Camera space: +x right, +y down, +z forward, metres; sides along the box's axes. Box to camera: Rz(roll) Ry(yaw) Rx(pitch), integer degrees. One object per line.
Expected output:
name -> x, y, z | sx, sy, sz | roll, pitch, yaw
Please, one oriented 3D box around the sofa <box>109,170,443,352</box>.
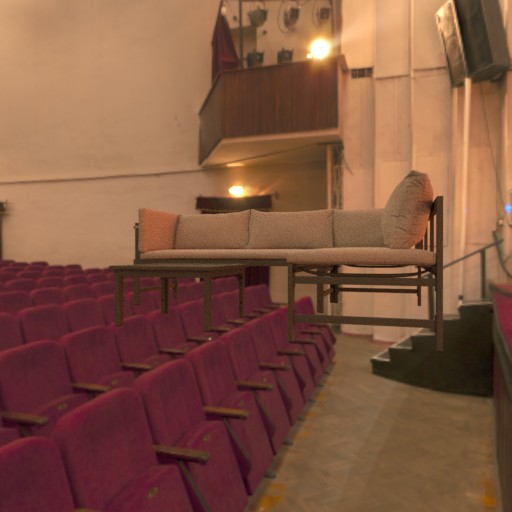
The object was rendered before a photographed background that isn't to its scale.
sofa -> 0.000, 0.000, 2.882 | 2.096, 0.758, 1.658 | 0, 0, 18
